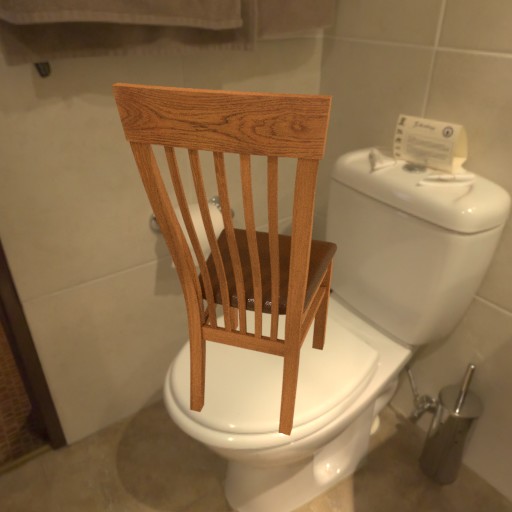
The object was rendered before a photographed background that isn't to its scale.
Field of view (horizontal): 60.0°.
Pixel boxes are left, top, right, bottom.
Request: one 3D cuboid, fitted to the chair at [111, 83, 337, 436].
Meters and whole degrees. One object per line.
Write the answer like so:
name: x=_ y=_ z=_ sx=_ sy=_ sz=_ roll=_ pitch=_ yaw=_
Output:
chair: x=0.000 y=0.000 z=1.345 sx=0.450 sy=1.050 sz=0.580 roll=9 pitch=32 yaw=15
